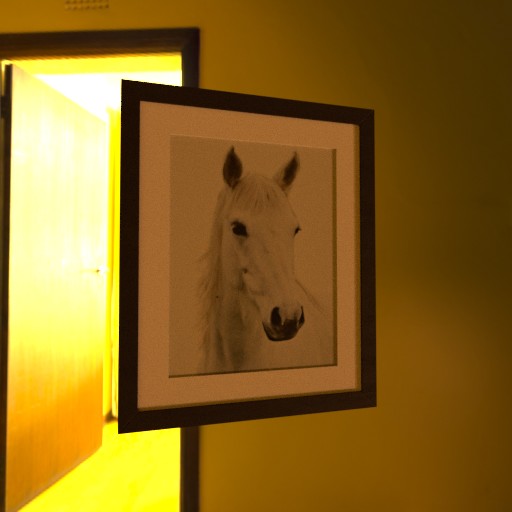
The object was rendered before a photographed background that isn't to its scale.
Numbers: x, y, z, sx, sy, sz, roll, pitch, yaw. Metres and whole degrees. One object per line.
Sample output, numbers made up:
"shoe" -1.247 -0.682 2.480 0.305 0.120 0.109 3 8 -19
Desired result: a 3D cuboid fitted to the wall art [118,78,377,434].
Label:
"wall art" 0.000 0.000 0.771 0.455 0.552 0.034 1 -2 -17
